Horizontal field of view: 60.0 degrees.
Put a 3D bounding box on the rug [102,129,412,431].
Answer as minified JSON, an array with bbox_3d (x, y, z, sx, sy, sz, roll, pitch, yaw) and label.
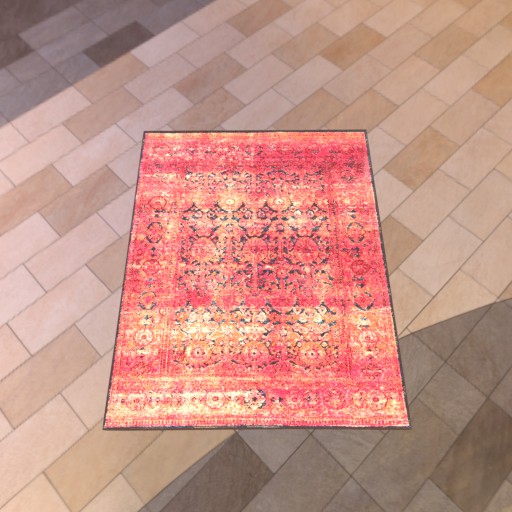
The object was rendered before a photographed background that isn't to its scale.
[{"bbox_3d":[0.000,0.000,4.116,2.411,0.020,3.032,0,64,0],"label":"rug"}]
